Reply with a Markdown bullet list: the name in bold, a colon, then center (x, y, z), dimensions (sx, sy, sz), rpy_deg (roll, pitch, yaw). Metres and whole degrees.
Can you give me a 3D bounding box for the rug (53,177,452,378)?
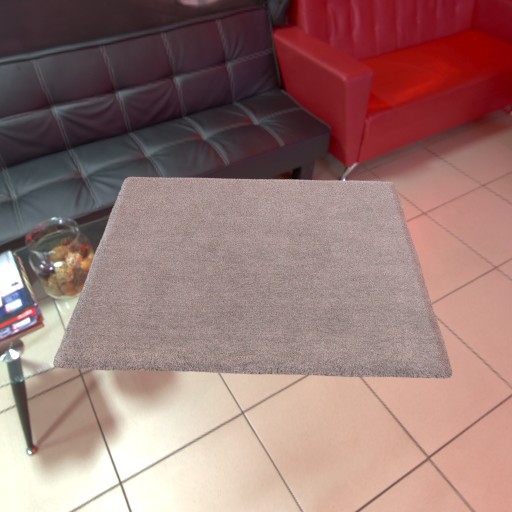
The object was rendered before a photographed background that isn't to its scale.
- **rug**: center (0.000, 0.000, 3.991), dimensions (2.933, 0.027, 2.332), rpy_deg (1, 46, 1)
